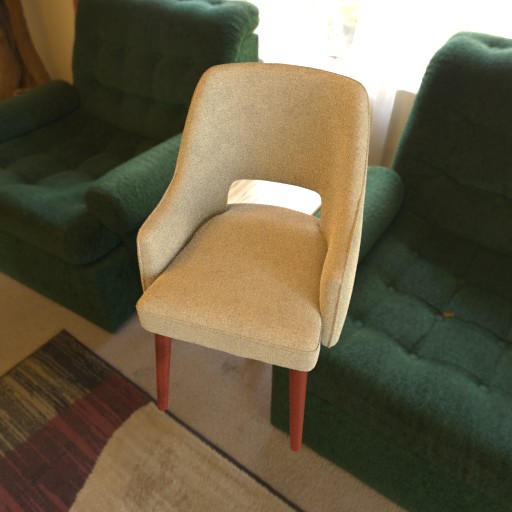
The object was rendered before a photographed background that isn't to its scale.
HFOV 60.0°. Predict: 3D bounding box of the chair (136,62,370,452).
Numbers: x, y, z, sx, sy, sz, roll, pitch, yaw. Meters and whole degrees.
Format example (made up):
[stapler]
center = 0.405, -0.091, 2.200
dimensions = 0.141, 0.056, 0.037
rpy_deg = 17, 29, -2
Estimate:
[chair]
center = 0.000, 0.000, 1.230
dimensions = 0.548, 0.849, 0.605
rpy_deg = 12, 43, 13
